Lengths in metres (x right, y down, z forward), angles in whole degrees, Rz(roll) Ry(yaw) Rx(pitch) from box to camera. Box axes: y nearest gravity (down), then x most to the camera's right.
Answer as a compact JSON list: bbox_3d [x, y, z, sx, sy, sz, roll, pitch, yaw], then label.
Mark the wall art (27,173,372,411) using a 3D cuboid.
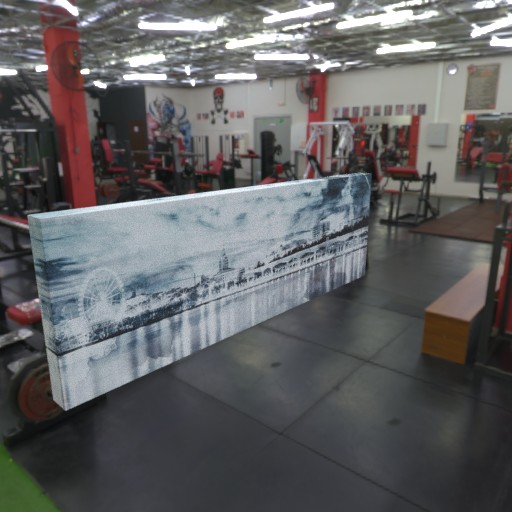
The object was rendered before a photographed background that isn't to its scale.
[{"bbox_3d":[0.000,0.000,0.815,0.037,0.251,0.759,14,21,41],"label":"wall art"}]
